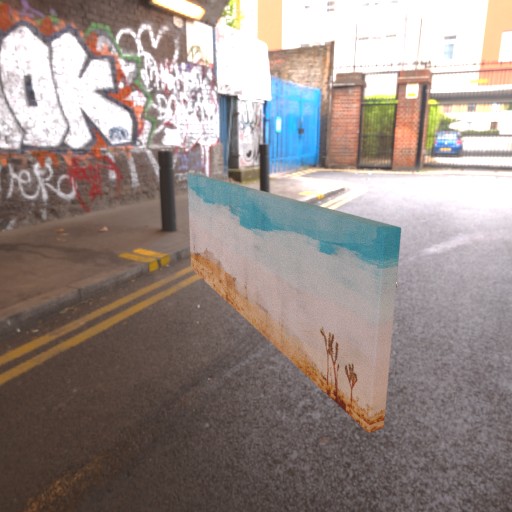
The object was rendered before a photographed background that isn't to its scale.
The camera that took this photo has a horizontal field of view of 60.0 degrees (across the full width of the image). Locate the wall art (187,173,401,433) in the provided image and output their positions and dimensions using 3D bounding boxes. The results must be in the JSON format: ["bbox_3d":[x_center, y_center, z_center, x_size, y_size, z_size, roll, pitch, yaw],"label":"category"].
[{"bbox_3d":[0.000,0.000,0.847,0.044,0.254,0.759,-7,17,-24],"label":"wall art"}]
